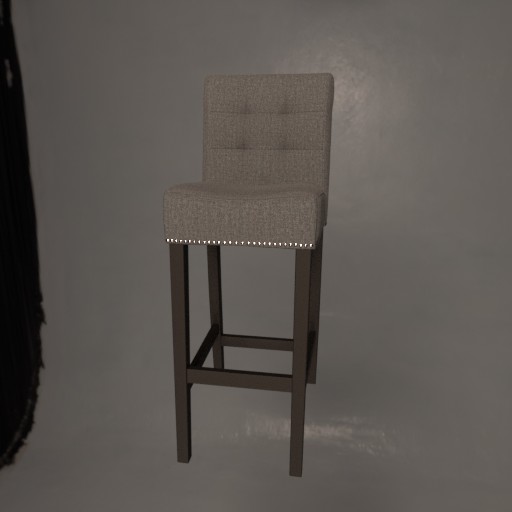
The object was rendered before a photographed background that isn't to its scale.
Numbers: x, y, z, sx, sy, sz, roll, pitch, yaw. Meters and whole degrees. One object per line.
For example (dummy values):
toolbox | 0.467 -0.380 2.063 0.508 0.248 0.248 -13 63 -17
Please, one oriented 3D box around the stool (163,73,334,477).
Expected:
stool | 0.000 0.000 1.306 0.411 1.047 0.548 3 17 9
